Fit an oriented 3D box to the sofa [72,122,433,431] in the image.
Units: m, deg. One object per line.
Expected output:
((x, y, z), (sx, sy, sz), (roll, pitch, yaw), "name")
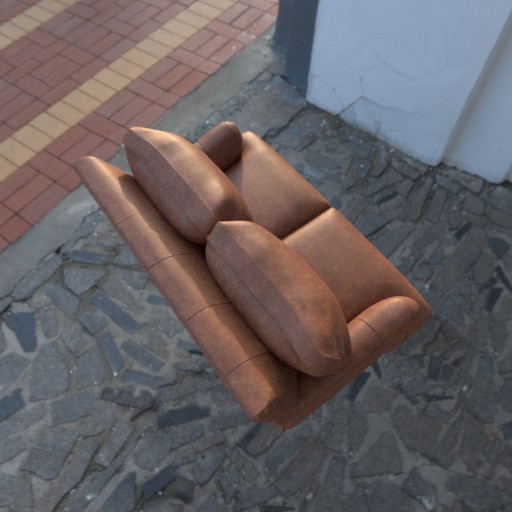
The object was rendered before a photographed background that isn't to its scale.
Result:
((0.000, 0.000, 2.261), (1.077, 1.004, 1.527), (-33, 65, -18), "sofa")
